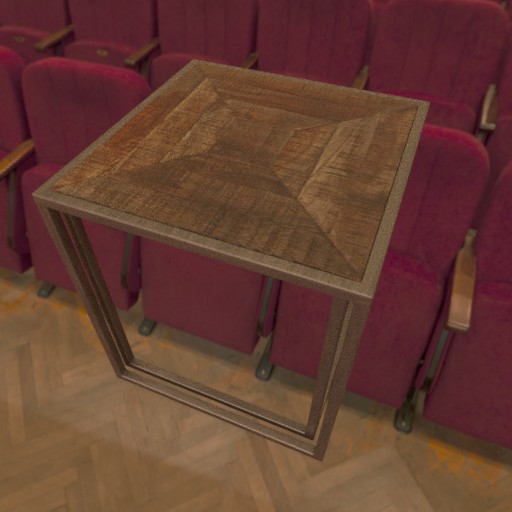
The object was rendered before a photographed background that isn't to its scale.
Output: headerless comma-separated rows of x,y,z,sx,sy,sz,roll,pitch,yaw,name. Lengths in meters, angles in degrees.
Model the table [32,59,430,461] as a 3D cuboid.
0.000,0.000,0.840,0.449,0.500,0.450,17,49,15,table
